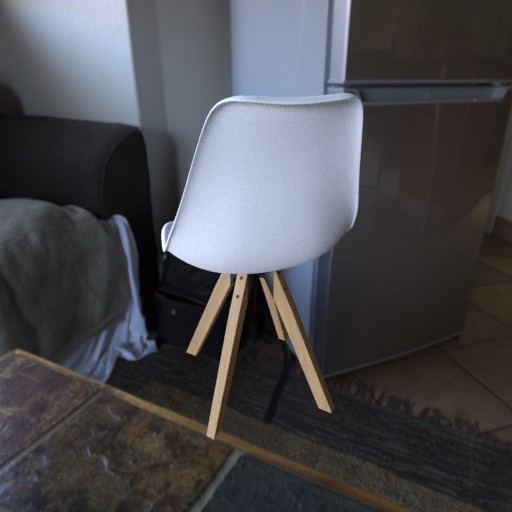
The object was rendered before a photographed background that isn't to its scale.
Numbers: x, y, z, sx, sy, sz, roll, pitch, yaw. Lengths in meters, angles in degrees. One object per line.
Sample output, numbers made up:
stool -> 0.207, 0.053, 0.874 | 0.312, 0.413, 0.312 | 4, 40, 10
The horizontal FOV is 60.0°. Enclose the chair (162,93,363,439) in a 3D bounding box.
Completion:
chair -> 0.000, 0.000, 1.184 | 0.485, 0.849, 0.550 | -7, 25, -15
